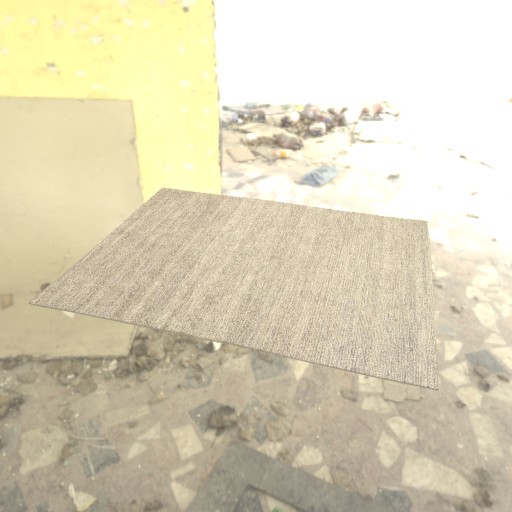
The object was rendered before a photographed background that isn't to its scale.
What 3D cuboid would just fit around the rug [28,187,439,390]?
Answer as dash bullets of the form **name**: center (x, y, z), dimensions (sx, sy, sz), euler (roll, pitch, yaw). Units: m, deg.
- **rug**: center (0.000, 0.000, 4.222), dimensions (3.202, 0.045, 2.434), euler (9, 33, 14)
